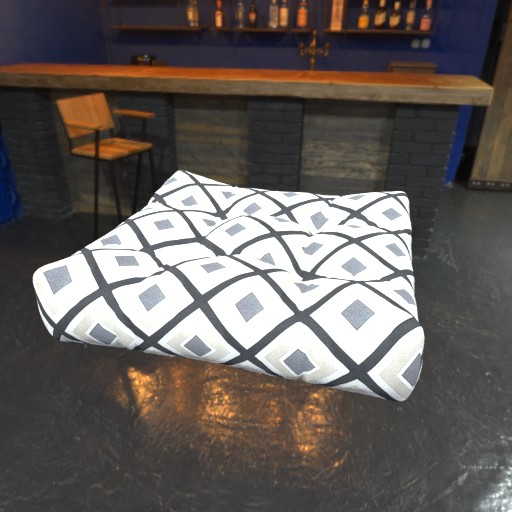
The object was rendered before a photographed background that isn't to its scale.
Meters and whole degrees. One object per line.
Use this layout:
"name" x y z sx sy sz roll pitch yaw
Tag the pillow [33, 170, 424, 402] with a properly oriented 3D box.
"pillow" 0.000 0.000 0.718 0.490 0.128 0.468 7 29 13
